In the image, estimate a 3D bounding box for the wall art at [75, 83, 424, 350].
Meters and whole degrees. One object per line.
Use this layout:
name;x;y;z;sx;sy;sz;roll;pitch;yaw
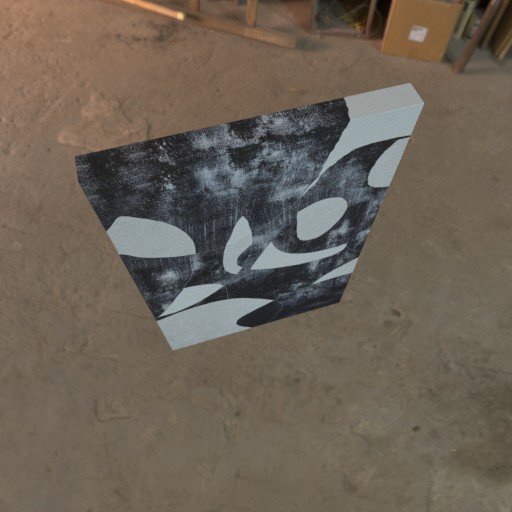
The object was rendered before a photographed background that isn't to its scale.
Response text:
wall art;0.000;0.000;0.775;0.407;0.610;0.039;-15;62;-8
